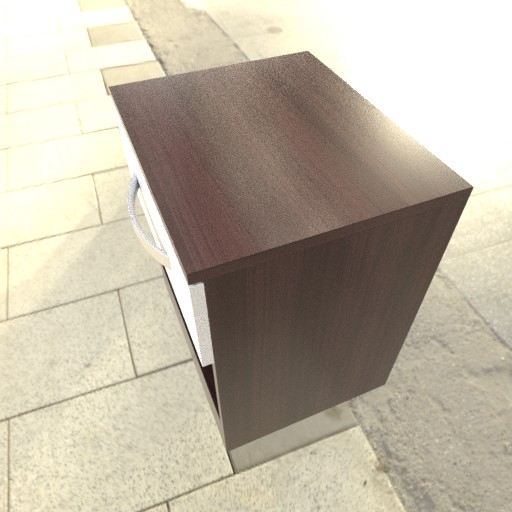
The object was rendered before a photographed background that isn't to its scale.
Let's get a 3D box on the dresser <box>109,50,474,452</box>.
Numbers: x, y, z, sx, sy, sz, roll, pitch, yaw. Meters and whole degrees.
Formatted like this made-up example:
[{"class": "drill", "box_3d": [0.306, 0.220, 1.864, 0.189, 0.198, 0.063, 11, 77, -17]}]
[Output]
[{"class": "dresser", "box_3d": [0.000, 0.000, 0.744, 0.360, 0.470, 0.400, -17, 49, -15]}]
